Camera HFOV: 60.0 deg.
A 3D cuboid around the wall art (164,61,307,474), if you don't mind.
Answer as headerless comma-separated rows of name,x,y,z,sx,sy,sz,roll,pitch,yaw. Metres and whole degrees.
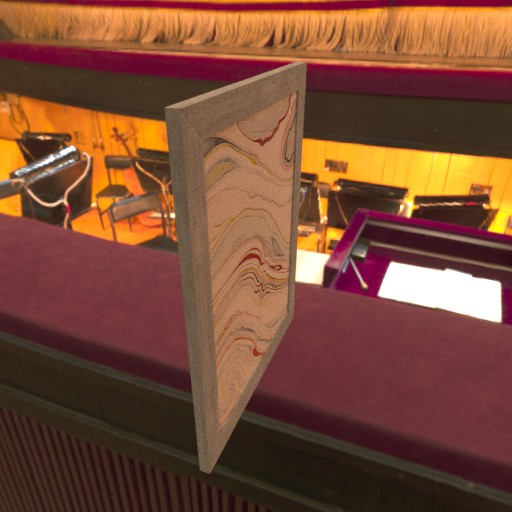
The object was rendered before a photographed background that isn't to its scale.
wall art,0.000,0.000,0.816,0.020,0.613,0.481,11,31,19
